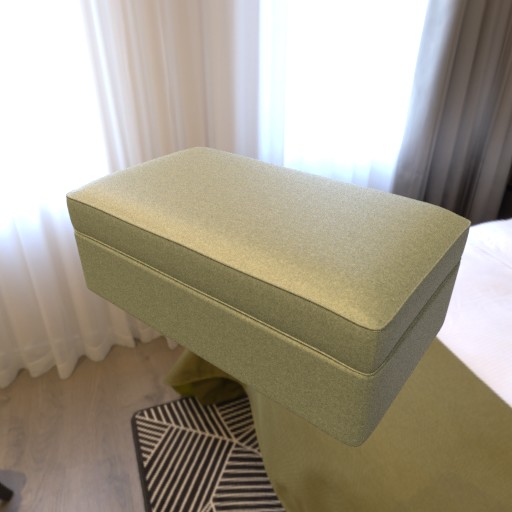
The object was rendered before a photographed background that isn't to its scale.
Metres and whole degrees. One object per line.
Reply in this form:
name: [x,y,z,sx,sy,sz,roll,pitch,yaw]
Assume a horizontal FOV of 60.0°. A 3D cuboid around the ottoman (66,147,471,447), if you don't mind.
ottoman: [0.000,0.000,1.526,1.173,0.494,0.681,22,37,32]
